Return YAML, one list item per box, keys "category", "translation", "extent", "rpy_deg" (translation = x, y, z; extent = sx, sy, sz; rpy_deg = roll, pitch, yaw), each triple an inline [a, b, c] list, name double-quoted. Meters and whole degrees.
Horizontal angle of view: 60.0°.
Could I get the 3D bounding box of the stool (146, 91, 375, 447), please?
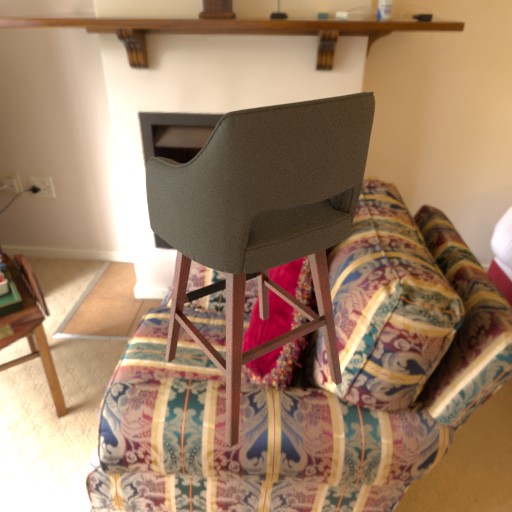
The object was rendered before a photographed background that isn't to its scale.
- category: "stool"
  translation: [0.000, 0.000, 1.377]
  extent: [0.548, 1.012, 0.558]
  rpy_deg: [-19, 35, -30]
